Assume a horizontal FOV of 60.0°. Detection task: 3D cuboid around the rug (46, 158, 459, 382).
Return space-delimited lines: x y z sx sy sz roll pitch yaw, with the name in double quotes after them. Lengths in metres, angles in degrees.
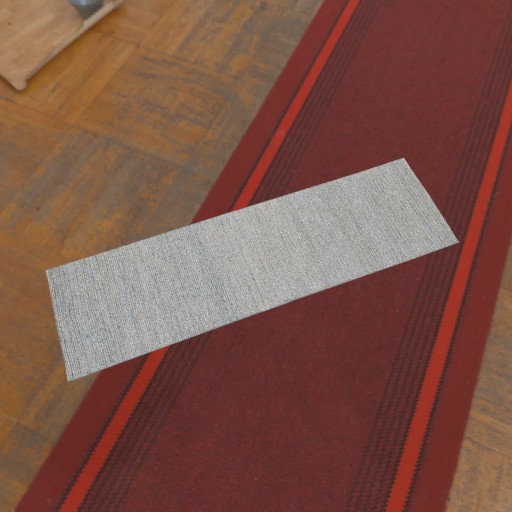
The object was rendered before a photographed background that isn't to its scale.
0.000 0.000 2.597 2.341 0.037 0.675 -18 65 -9 "rug"
